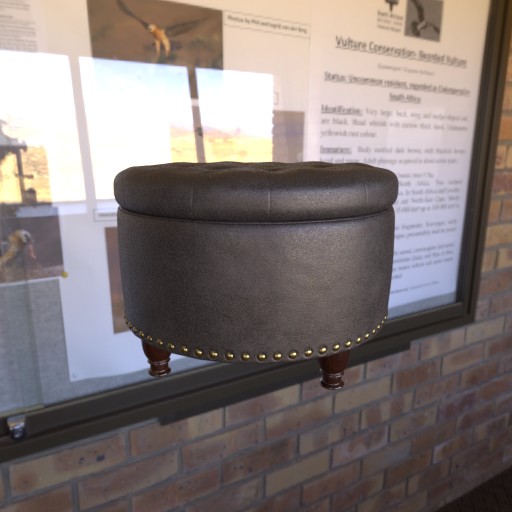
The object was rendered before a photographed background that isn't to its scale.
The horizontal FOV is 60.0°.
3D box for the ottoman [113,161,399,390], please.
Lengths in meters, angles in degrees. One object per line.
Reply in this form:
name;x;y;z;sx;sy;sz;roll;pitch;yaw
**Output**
ottoman;0.000;0.000;1.077;0.637;0.442;0.637;0;14;0
